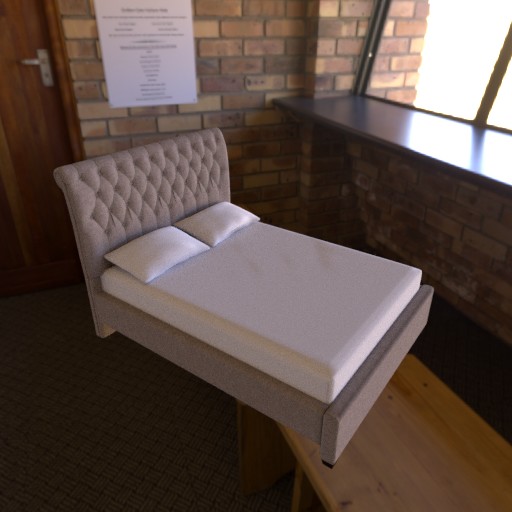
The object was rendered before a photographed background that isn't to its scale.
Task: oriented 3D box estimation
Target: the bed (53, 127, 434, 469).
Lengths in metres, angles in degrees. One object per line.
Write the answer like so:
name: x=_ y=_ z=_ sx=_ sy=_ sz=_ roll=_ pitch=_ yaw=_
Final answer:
bed: x=0.000 y=0.000 z=3.327 sx=2.252 sy=1.371 sz=1.645 roll=19 pitch=33 yaw=32
